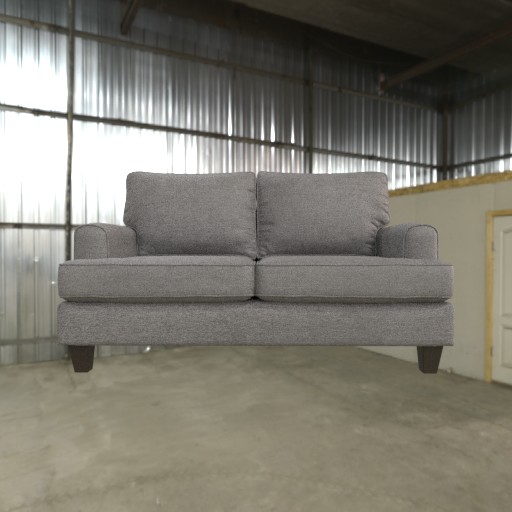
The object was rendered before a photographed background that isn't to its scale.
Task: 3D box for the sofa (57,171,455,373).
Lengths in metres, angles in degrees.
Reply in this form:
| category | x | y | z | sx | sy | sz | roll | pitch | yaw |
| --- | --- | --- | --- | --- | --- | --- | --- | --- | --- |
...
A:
| category | x | y | z | sx | sy | sz | roll | pitch | yaw |
| --- | --- | --- | --- | --- | --- | --- | --- | --- | --- |
| sofa | 0.000 | 0.000 | 2.245 | 1.651 | 0.965 | 0.965 | 0 | 1 | 1 |
